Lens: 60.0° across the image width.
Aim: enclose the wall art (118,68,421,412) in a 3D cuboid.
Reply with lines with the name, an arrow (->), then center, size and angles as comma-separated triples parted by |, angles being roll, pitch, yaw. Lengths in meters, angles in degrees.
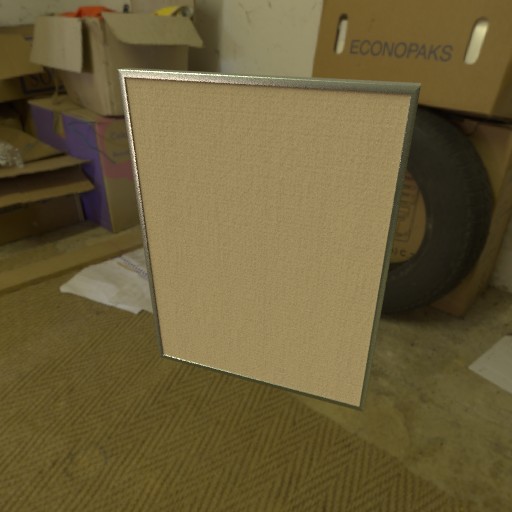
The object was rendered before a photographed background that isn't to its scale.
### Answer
wall art -> 0.000, 0.000, 1.397 | 0.803, 1.062, 0.041 | 10, 31, 17
